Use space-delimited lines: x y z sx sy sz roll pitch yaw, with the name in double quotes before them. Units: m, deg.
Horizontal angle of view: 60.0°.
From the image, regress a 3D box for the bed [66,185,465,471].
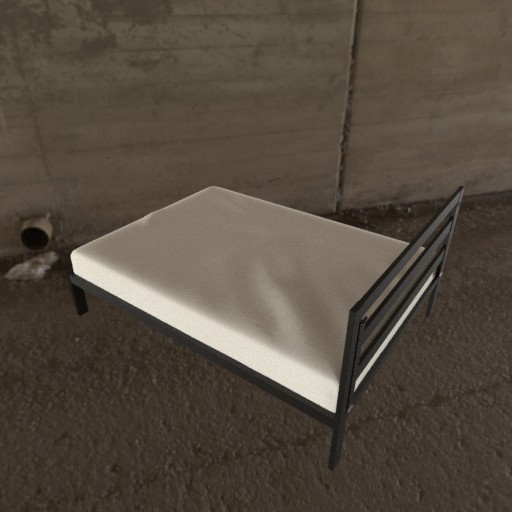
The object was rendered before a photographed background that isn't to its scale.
"bed" 0.000 0.000 2.934 2.062 0.967 1.524 21 37 30
